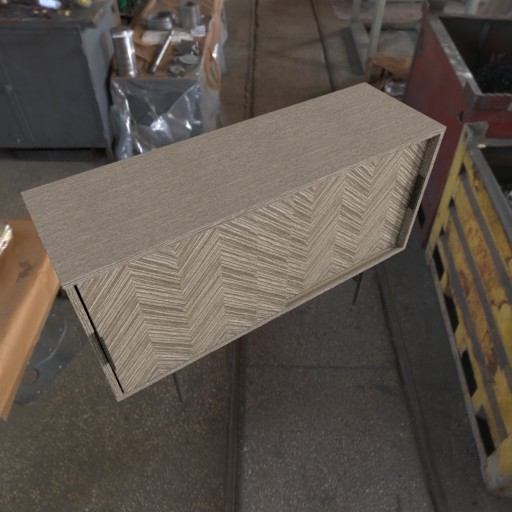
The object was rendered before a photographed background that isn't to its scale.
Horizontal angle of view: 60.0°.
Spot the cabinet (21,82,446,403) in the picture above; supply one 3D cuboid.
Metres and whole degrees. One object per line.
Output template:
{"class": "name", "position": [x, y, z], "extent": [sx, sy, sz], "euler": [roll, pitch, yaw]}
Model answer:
{"class": "cabinet", "position": [0.000, 0.000, 1.538], "extent": [1.194, 0.787, 0.405], "euler": [-25, 51, -22]}
